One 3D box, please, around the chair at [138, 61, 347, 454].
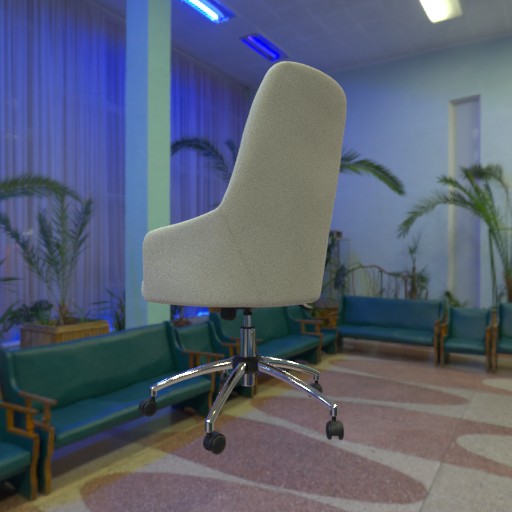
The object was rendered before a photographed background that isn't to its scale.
[{"bbox_3d":[0.000,0.000,1.452,0.640,1.049,0.620,0,0,36],"label":"chair"}]
